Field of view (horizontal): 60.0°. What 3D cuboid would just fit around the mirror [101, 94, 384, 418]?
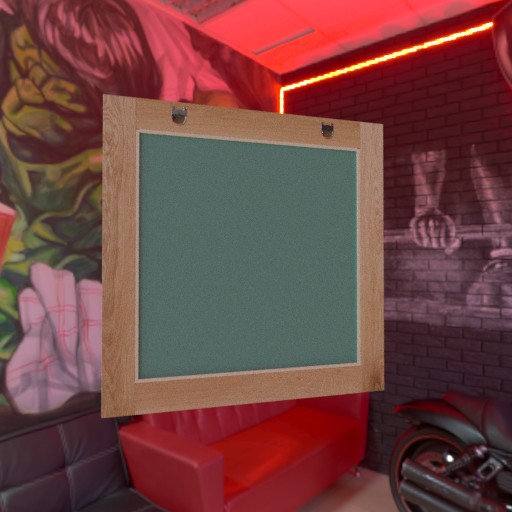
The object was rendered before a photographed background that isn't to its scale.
[{"bbox_3d":[0.000,0.000,1.221,0.800,0.800,0.020,0,-1,-17],"label":"mirror"}]
